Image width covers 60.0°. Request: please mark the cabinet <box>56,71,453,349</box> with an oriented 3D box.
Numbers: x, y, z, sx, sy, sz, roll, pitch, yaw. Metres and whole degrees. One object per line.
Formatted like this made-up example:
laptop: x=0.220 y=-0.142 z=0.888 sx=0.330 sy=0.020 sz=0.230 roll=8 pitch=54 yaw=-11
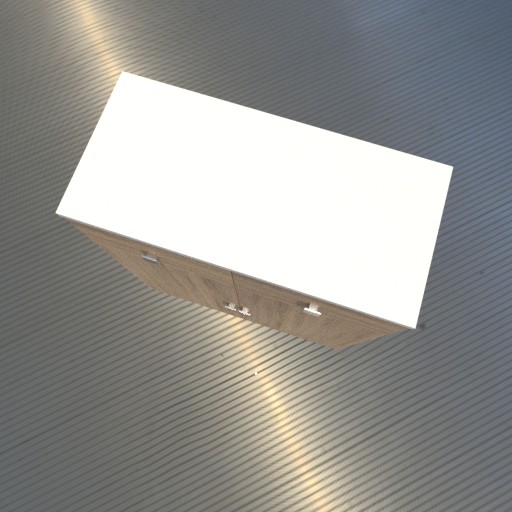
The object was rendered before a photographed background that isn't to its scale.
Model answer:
cabinet: x=0.000 y=0.000 z=1.126 sx=0.600 sy=0.815 sz=0.296 roll=18 pitch=76 yaw=5
